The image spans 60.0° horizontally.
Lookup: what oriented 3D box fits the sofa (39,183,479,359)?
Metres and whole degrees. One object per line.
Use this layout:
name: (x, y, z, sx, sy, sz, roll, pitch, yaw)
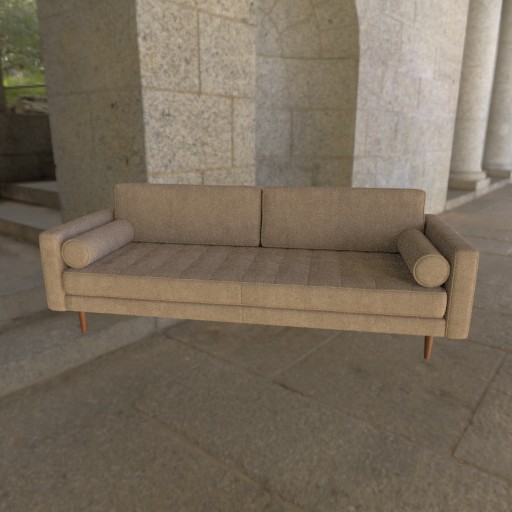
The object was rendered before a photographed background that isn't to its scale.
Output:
sofa: (0.000, 0.000, 2.610, 2.200, 0.770, 0.919, 3, 16, 9)
